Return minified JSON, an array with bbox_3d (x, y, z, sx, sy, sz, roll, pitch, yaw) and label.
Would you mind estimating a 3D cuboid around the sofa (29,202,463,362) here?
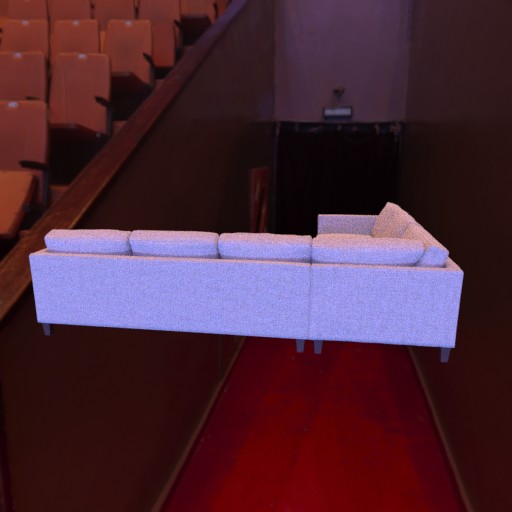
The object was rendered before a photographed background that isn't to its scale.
[{"bbox_3d":[0.000,0.000,4.384,3.182,0.863,2.432,2,14,8],"label":"sofa"}]
